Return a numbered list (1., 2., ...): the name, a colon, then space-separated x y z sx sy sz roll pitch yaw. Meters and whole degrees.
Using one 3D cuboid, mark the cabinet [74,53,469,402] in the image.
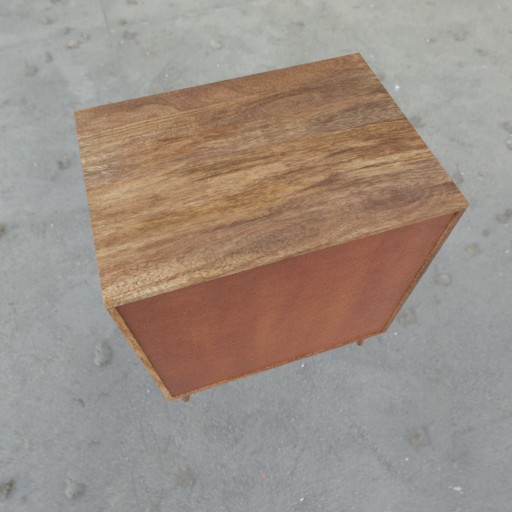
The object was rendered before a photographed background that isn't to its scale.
1. cabinet: 0.000 0.000 1.176 0.647 0.758 0.473 -15 60 -9
